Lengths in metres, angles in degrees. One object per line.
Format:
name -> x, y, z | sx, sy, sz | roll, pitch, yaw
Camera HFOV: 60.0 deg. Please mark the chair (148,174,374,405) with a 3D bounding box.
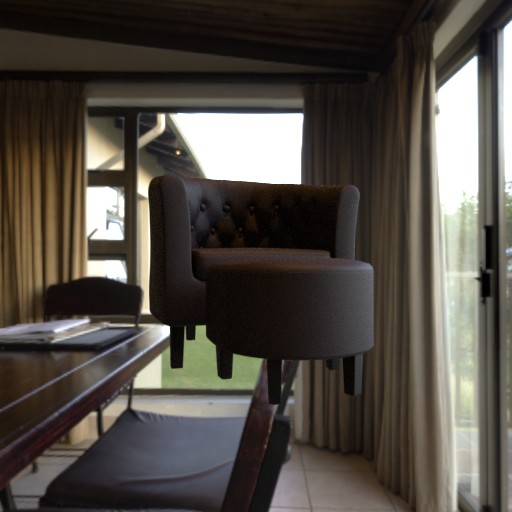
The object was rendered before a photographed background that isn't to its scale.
chair -> 0.000, 0.000, 1.653 | 0.763, 0.760, 1.191 | 0, -1, -17
